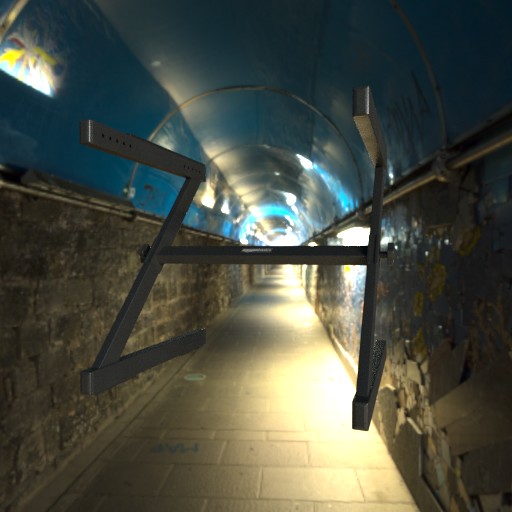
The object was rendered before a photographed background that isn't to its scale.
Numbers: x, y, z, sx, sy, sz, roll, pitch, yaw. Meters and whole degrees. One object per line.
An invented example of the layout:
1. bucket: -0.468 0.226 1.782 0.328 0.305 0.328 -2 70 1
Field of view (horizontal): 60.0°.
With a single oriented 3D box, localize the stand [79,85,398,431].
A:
1. stand: 0.000 0.000 1.152 0.700 0.617 0.586 0 1 19
